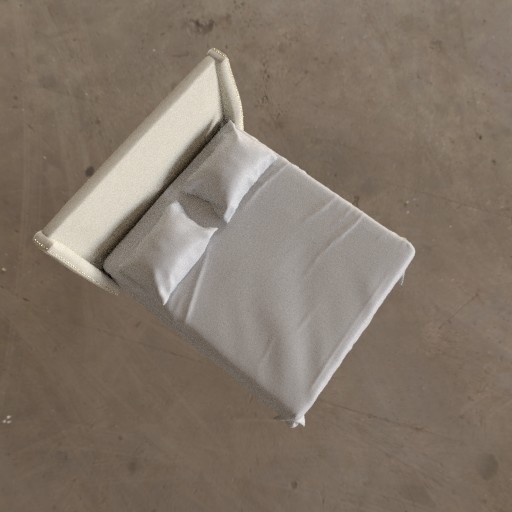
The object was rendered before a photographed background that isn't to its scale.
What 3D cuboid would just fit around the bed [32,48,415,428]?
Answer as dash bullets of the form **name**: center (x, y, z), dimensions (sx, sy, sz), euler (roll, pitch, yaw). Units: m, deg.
- **bed**: center (0.000, 0.000, 3.530), dimensions (2.276, 1.332, 1.925), euler (36, 78, 9)
